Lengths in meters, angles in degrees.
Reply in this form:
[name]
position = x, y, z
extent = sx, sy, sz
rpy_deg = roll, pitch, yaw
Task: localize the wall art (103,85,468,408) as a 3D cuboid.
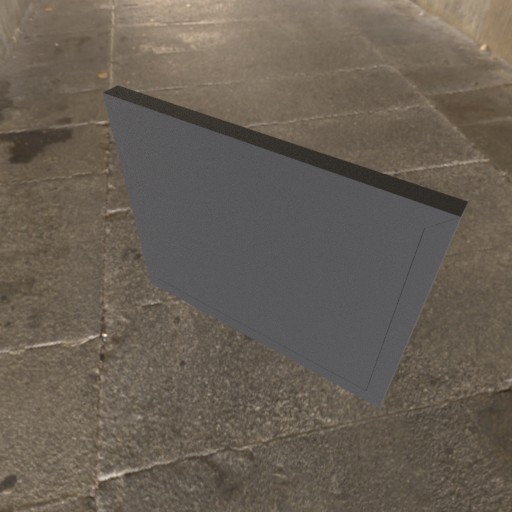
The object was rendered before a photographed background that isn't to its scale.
[wall art]
position = 0.000, 0.000, 0.554
extent = 0.404, 0.329, 0.024
rpy_deg = 25, 50, 23
